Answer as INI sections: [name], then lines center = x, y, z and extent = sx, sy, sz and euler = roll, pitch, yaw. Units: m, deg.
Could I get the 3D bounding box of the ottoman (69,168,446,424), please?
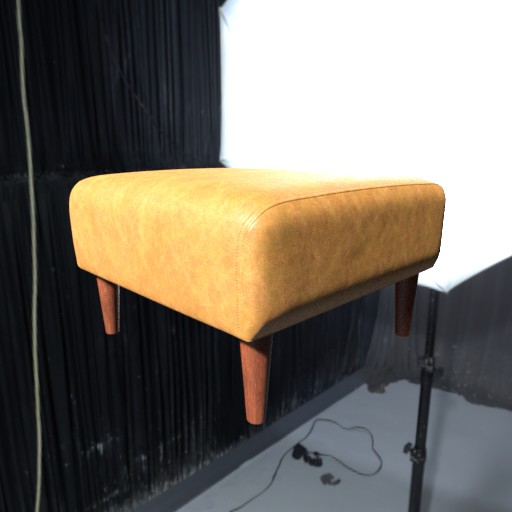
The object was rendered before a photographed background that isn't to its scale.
[ottoman]
center = 0.000, 0.000, 1.063
extent = 0.650, 0.399, 0.650
euler = -13, 19, -43
